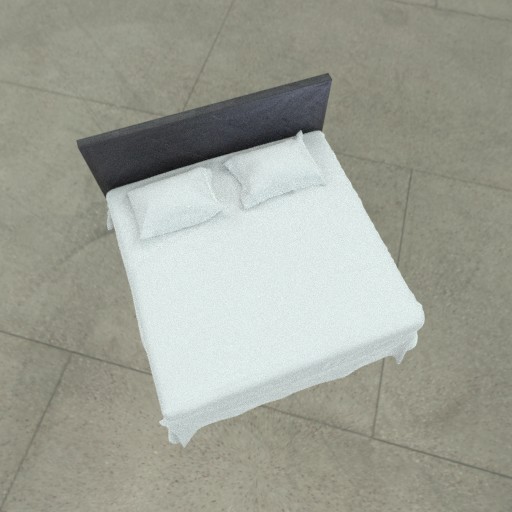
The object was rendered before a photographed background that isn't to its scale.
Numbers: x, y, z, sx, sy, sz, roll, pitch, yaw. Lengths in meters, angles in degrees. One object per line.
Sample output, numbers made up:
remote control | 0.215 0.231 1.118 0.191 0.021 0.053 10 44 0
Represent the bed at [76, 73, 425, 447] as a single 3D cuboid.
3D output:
bed | 0.000 0.000 3.460 2.255 1.158 2.165 -18 65 -9
